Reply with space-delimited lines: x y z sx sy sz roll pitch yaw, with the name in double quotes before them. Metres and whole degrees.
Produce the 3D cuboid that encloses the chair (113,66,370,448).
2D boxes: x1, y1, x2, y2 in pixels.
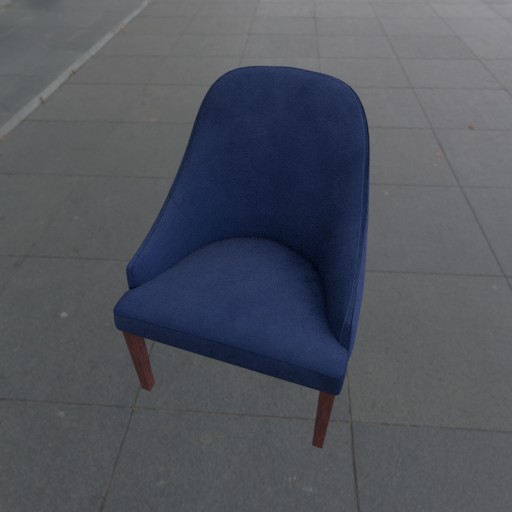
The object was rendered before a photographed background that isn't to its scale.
"chair" 0.000 0.000 1.275 0.643 0.889 0.575 13 43 14
